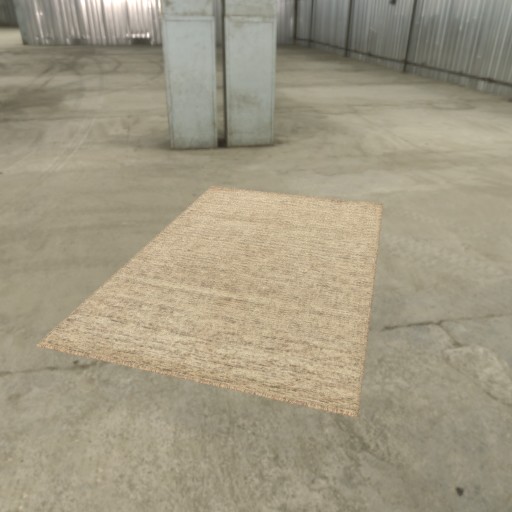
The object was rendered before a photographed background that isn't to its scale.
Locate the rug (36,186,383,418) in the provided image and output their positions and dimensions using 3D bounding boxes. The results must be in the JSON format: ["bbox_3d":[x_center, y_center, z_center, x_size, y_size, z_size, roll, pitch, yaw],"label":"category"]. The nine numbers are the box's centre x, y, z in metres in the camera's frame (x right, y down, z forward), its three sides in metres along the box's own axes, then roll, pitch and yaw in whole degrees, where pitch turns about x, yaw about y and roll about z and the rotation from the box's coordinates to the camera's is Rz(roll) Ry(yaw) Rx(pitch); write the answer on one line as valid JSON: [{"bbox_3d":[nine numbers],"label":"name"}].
[{"bbox_3d":[0.000,0.000,2.304,1.211,0.018,1.822,8,30,14],"label":"rug"}]
